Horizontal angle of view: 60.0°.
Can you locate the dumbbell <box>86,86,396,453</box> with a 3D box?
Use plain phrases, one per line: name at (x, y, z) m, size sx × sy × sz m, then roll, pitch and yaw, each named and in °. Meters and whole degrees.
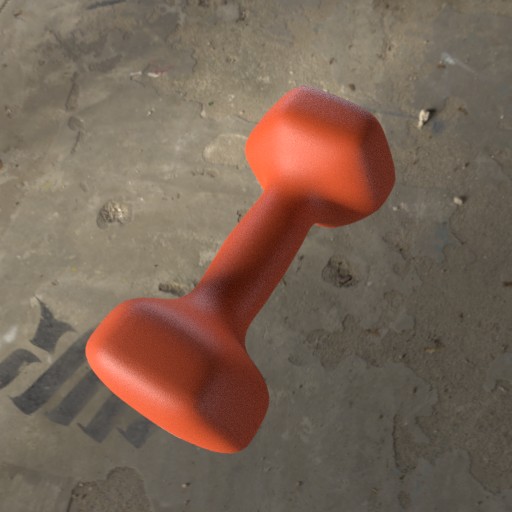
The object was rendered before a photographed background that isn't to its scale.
dumbbell at (0.000, 0.000, 0.202) m, size 0.079 × 0.071 × 0.162 m, roll 29°, pitch 67°, yaw 14°
